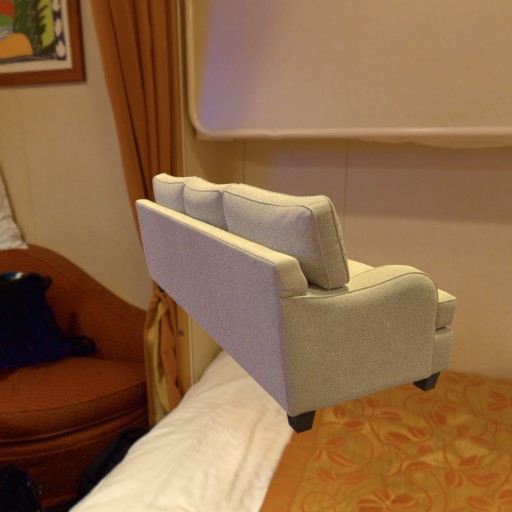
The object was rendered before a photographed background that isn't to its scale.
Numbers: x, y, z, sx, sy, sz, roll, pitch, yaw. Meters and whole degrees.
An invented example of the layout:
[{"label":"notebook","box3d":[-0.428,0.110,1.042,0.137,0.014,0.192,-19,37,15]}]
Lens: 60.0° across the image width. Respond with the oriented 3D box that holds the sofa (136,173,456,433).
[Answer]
[{"label":"sofa","box3d":[0.000,0.000,2.852,1.016,0.991,2.323,-7,15,-26]}]
